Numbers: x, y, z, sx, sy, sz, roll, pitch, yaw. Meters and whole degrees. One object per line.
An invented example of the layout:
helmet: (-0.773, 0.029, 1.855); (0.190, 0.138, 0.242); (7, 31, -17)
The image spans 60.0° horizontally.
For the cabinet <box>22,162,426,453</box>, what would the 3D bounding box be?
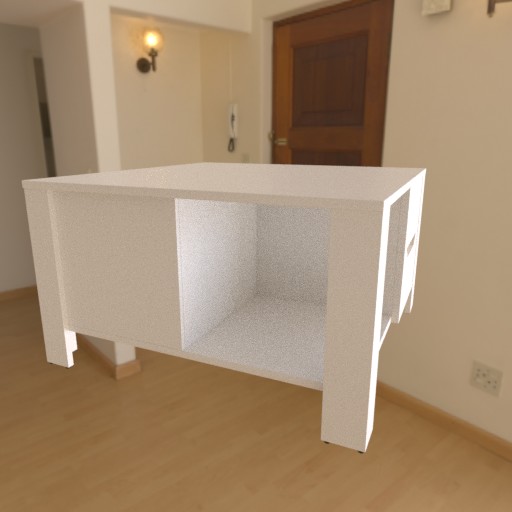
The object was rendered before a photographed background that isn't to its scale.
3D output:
cabinet: (0.000, 0.000, 1.251); (0.800, 0.460, 0.800); (7, 16, 24)
